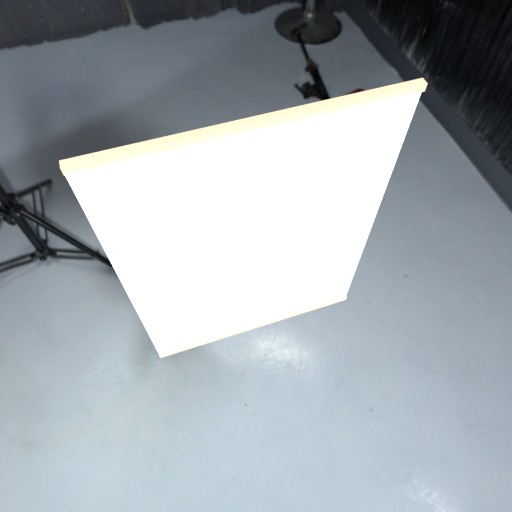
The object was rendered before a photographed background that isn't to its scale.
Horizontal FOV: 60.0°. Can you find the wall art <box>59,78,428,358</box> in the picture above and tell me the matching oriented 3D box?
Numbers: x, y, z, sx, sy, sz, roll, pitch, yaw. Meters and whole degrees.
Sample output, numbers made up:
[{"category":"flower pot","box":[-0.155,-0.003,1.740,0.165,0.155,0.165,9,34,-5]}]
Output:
[{"category":"wall art","box":[0.000,0.000,0.786,0.459,0.608,0.012,-16,59,-10]}]
